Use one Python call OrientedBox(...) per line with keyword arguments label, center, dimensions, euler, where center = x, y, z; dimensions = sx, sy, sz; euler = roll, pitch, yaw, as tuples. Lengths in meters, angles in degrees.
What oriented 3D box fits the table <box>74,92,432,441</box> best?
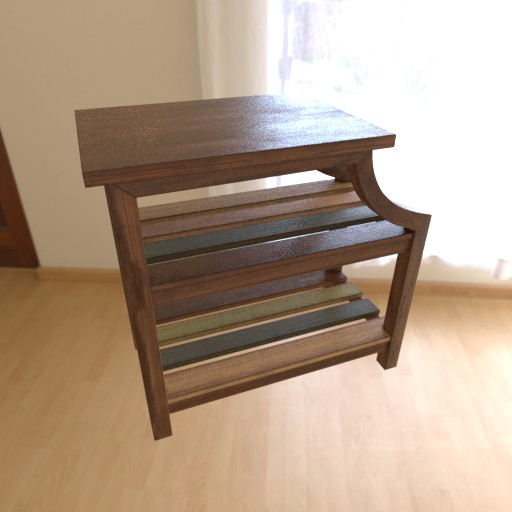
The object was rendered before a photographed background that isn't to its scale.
OrientedBox(label="table", center=(0.000, 0.000, 0.951), dimensions=(0.609, 0.584, 0.356), euler=(-11, 33, -18))
